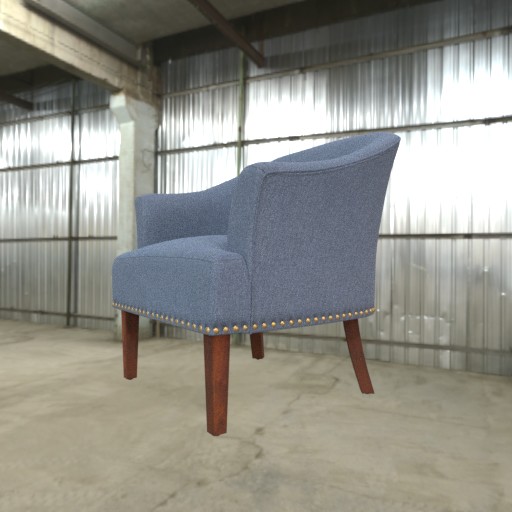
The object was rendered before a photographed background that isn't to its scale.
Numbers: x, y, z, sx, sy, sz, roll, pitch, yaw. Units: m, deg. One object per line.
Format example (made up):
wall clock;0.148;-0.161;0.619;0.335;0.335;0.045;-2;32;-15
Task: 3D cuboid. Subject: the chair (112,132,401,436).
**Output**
chair;0.000;0.000;1.400;0.704;0.815;0.772;0;0;-36
